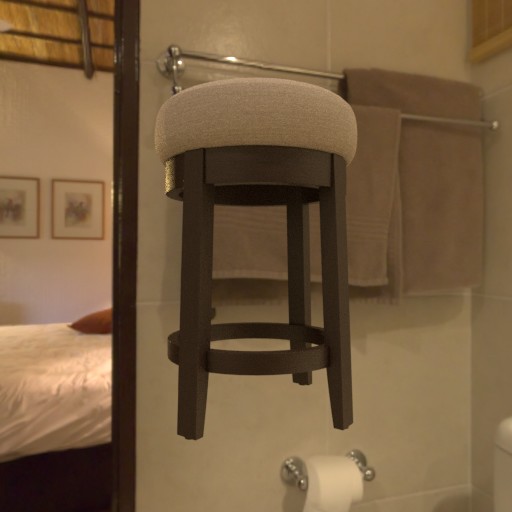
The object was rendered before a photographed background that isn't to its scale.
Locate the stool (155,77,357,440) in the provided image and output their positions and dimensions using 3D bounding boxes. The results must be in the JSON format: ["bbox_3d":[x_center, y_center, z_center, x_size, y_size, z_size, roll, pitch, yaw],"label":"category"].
[{"bbox_3d":[0.000,0.000,0.991,0.443,0.672,0.443,0,0,0],"label":"stool"}]
